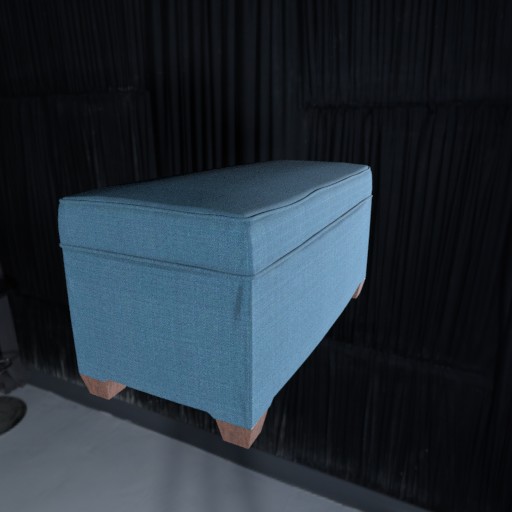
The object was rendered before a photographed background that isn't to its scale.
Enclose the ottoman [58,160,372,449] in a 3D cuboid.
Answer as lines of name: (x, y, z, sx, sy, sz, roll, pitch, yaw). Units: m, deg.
ottoman: (0.000, 0.000, 1.243, 0.474, 0.474, 0.943, 8, 19, 25)
